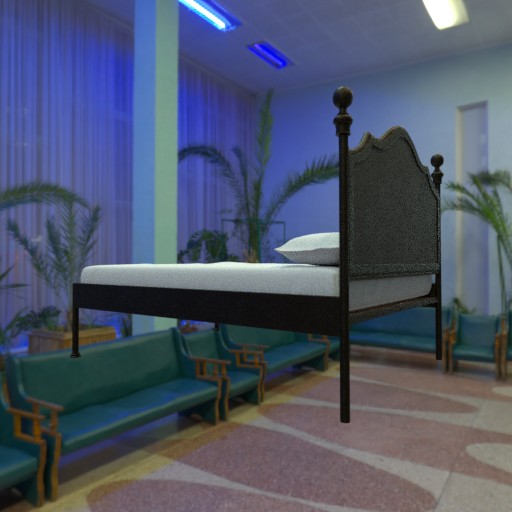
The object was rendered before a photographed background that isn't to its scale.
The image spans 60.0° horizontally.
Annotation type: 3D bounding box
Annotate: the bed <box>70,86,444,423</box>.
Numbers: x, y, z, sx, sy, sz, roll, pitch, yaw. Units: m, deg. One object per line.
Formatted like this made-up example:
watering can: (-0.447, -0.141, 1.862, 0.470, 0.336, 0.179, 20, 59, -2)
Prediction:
bed: (0.000, 0.000, 3.236, 2.224, 1.499, 1.642, -1, -1, 37)
